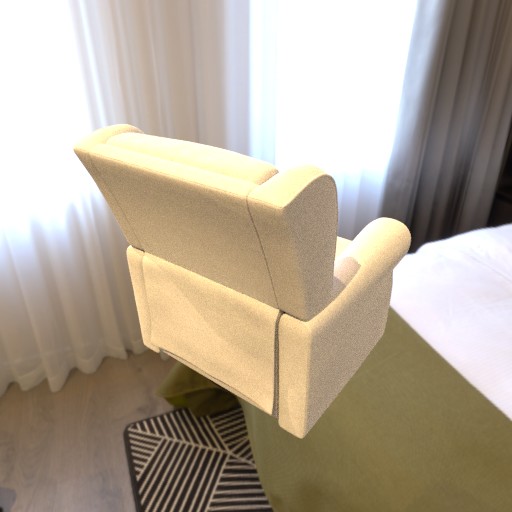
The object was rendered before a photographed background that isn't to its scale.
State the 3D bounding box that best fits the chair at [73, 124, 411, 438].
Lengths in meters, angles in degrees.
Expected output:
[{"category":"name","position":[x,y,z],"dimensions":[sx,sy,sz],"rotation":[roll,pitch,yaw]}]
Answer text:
[{"category":"chair","position":[0.000,0.000,1.656],"dimensions":[0.906,0.967,0.854],"rotation":[20,35,32]}]
